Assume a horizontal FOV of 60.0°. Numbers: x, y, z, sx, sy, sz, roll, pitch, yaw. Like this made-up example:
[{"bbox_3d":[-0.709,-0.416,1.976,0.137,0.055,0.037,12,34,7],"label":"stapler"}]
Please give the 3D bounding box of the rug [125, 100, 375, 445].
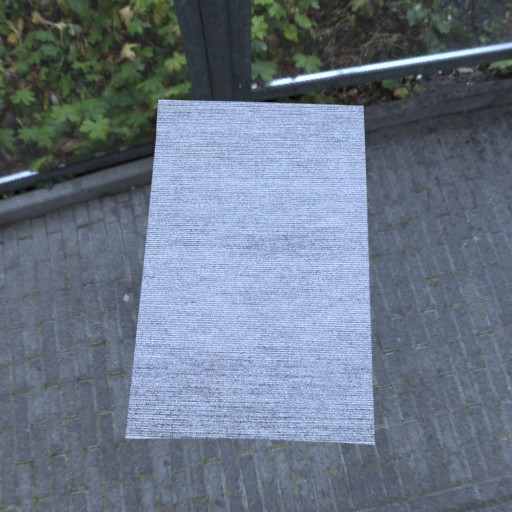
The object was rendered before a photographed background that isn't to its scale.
[{"bbox_3d":[0.000,0.000,2.271,1.159,0.021,1.789,2,76,0],"label":"rug"}]
